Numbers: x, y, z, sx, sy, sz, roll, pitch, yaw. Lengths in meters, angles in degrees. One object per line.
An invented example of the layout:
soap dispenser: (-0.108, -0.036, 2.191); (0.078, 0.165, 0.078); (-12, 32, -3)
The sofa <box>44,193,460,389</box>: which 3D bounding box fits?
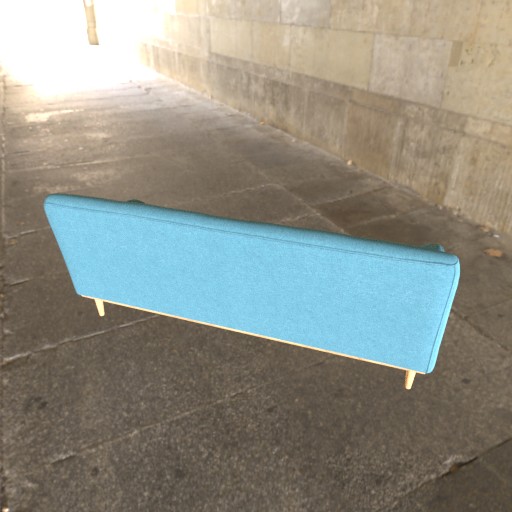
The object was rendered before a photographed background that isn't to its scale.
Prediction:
sofa: (0.000, 0.000, 2.571); (2.057, 0.871, 0.978); (10, 32, 16)
